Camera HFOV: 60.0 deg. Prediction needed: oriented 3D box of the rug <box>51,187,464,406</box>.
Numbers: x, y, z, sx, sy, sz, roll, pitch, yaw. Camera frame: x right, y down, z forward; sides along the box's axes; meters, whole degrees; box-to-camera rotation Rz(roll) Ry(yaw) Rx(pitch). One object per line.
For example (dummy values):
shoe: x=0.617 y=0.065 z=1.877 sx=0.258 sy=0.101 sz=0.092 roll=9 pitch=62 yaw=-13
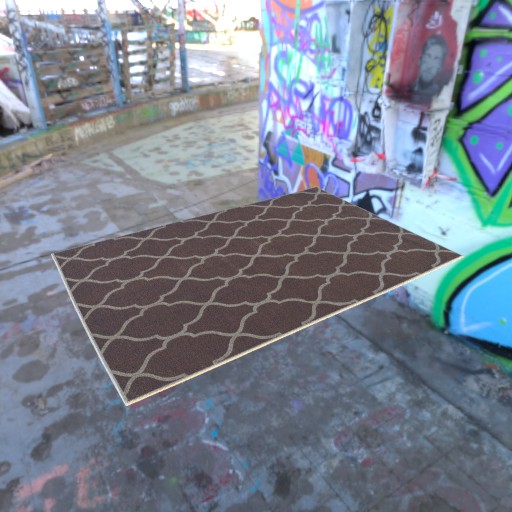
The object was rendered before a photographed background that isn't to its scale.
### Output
rug: x=0.000 y=0.000 z=2.930 sx=2.294 sy=0.014 sz=1.528 roll=-18 pitch=34 yaw=-28
